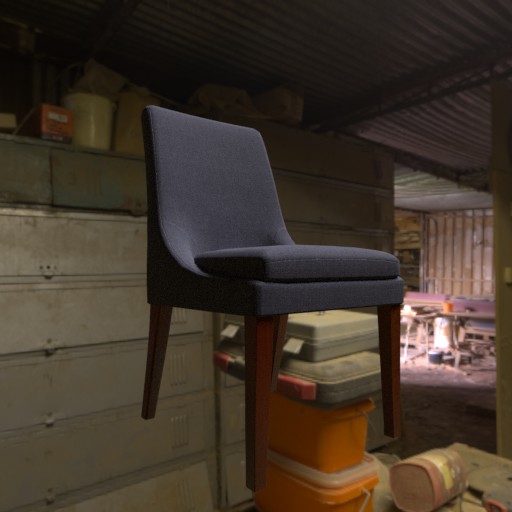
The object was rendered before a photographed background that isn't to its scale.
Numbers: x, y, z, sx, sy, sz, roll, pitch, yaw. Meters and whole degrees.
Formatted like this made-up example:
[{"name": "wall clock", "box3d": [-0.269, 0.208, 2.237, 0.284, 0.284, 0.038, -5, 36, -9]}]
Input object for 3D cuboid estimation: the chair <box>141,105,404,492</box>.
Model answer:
[{"name": "chair", "box3d": [0.000, 0.000, 1.278, 0.508, 0.952, 0.655, 1, -1, -37]}]
